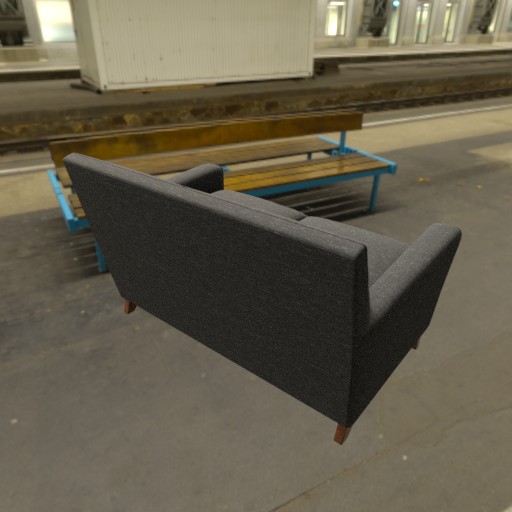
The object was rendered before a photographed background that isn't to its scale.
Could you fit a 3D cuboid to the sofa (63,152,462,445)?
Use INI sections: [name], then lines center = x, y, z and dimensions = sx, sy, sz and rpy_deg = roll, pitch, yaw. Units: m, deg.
[sofa]
center = 0.000, 0.000, 1.933
dimensions = 1.420, 0.846, 0.875
rpy_deg = 21, 35, 34
